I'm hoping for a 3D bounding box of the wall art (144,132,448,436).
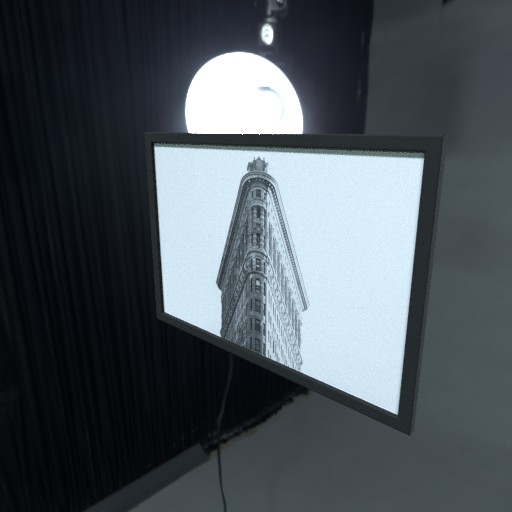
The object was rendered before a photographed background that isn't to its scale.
[{"bbox_3d":[0.000,0.000,1.236,0.964,0.659,0.049,15,22,42],"label":"wall art"}]
